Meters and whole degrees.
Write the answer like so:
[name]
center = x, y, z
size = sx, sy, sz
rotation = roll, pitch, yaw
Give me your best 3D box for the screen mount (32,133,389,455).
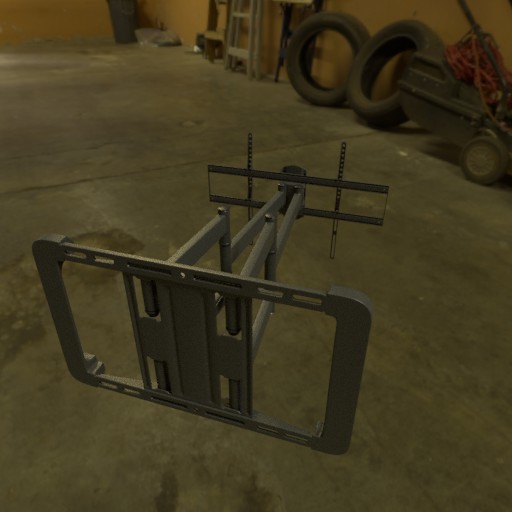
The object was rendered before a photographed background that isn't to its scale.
[screen mount]
center = 0.000, 0.000, 1.336
size = 0.725, 0.483, 0.905
rotation = 10, 33, 16
